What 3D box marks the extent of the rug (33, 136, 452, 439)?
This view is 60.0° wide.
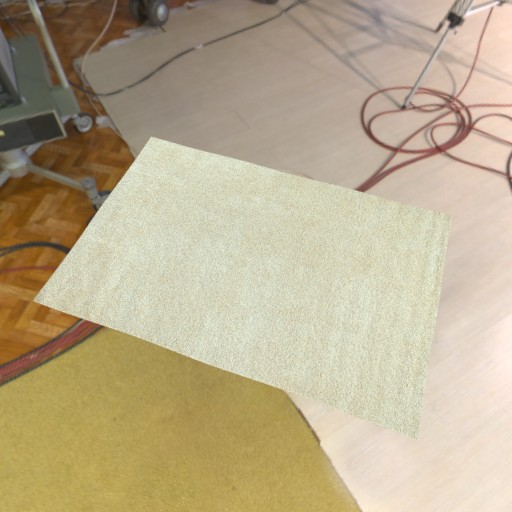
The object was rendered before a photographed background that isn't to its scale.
[{"bbox_3d":[0.000,0.000,3.351,2.699,0.025,1.800,17,58,11],"label":"rug"}]
